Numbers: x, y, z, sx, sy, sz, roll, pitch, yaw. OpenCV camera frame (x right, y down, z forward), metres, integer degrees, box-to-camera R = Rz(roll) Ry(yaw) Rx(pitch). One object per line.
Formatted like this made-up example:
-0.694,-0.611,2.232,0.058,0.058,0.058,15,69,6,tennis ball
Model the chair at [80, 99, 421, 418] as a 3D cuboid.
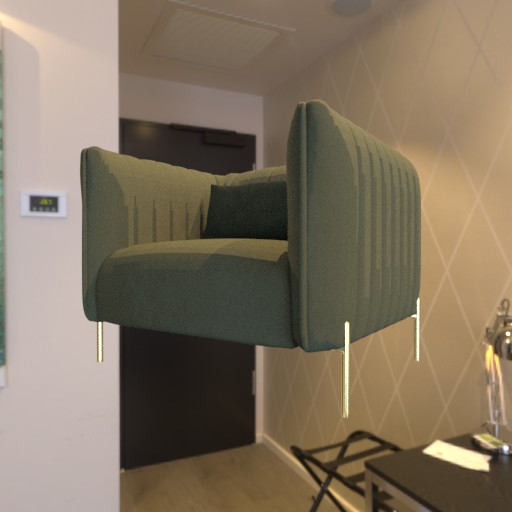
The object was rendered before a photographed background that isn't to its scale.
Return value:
0.000,0.000,1.653,1.032,0.794,0.877,0,1,34,chair
